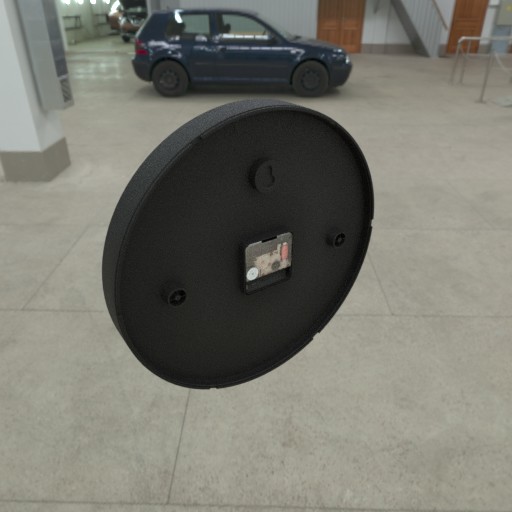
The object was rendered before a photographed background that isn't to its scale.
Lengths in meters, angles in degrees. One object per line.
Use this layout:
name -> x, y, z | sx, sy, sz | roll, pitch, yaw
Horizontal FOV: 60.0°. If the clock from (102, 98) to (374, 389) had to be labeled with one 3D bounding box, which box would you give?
clock -> 0.000, 0.000, 0.439 | 0.293, 0.293, 0.040 | -19, 35, -29
